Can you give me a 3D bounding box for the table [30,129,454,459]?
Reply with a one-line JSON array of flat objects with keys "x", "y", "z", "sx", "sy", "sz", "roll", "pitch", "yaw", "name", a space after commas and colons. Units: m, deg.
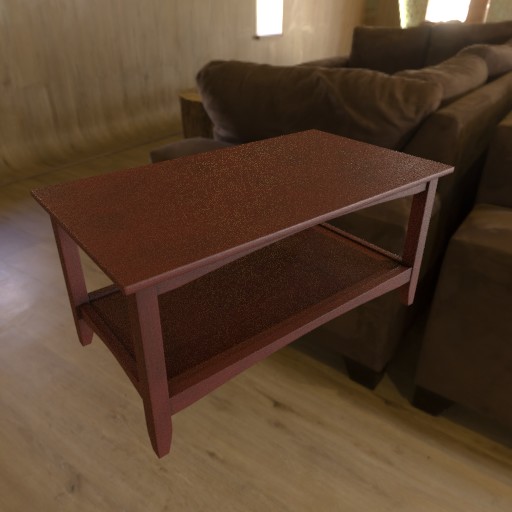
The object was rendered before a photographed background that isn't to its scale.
[{"x": 0.000, "y": 0.000, "z": 1.230, "sx": 0.943, "sy": 0.456, "sz": 0.533, "roll": -21, "pitch": 36, "yaw": -33, "name": "table"}]
